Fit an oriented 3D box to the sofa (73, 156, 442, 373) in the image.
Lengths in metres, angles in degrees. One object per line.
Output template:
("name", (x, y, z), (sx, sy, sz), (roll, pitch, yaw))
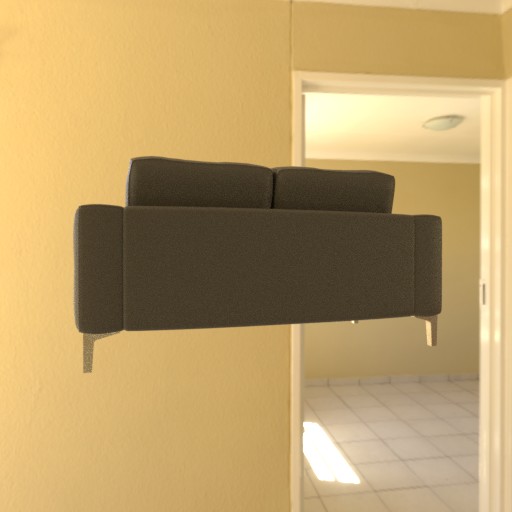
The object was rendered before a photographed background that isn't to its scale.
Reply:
("sofa", (0.000, 0.000, 2.318), (1.726, 0.892, 0.833), (0, 0, -18))
